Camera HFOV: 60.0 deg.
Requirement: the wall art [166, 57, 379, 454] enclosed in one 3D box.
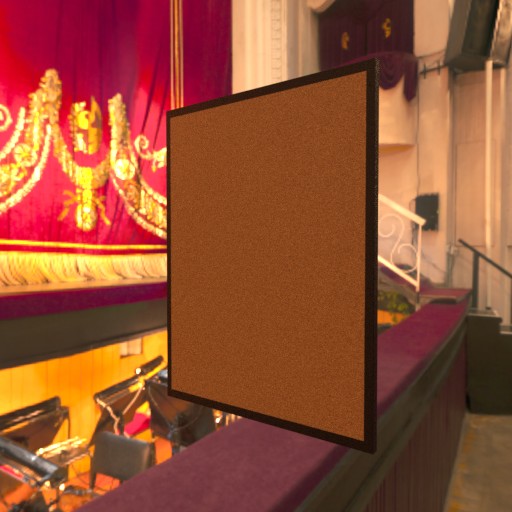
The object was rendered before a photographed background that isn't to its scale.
[{"bbox_3d":[0.000,0.000,1.384,0.774,1.027,0.030,1,2,36],"label":"wall art"}]
